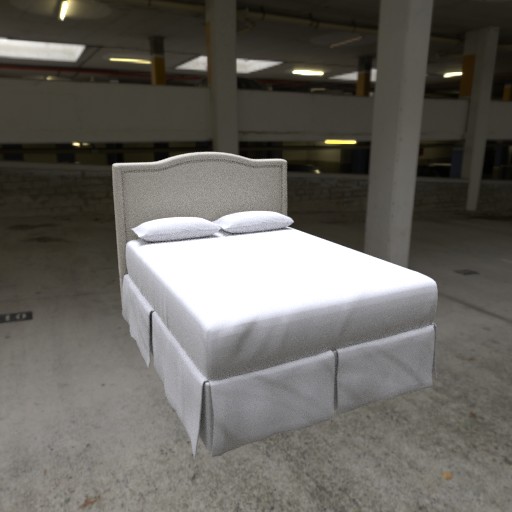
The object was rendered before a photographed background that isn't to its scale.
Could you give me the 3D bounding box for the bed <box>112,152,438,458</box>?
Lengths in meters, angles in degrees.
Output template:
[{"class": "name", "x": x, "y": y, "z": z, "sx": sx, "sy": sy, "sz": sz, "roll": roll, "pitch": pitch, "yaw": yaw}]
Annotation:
[{"class": "bed", "x": 0.000, "y": 0.000, "z": 3.328, "sx": 1.741, "sy": 1.449, "sz": 2.196, "roll": -8, "pitch": 17, "yaw": -26}]
